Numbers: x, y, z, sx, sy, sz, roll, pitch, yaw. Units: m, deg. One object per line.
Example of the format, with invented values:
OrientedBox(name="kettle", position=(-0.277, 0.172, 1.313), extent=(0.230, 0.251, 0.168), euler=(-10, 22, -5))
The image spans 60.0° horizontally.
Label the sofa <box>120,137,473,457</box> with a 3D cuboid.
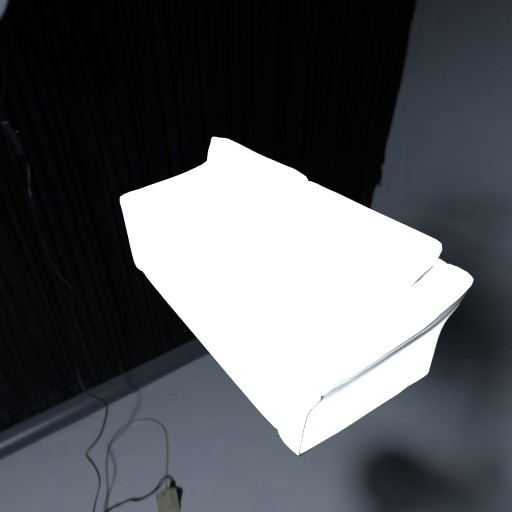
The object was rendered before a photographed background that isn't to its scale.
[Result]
OrientedBox(name="sofa", position=(0.000, 0.000, 2.780), extent=(0.980, 0.965, 2.270), euler=(-20, 37, -29))
